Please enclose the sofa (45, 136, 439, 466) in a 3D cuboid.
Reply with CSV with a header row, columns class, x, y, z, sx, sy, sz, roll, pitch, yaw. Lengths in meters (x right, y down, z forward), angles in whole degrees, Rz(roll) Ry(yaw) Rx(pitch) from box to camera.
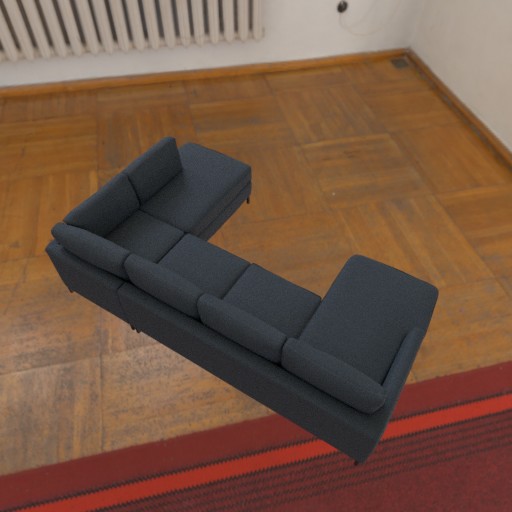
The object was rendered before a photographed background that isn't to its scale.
class,x,y,z,sx,sy,sz,roll,pitch,yaw
sofa,0.000,0.000,3.824,2.975,0.858,1.984,25,54,20
